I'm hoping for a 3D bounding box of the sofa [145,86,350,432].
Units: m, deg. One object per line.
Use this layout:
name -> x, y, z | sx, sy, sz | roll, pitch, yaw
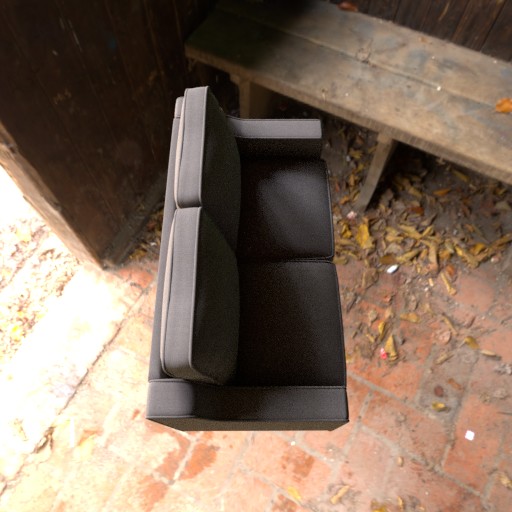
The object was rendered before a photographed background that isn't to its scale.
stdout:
sofa -> 0.000, 0.000, 2.094 | 0.791, 0.948, 1.500 | 0, 64, 0
